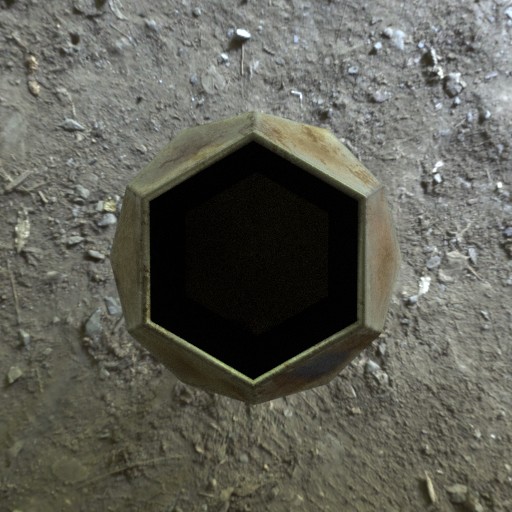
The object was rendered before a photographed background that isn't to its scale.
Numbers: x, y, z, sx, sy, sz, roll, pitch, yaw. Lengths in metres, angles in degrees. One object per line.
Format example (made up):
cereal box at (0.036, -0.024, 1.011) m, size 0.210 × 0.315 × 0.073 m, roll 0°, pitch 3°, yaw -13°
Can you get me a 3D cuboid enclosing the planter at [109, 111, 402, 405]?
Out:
planter at (0.000, 0.000, 0.418) m, size 0.243 × 0.238 × 0.221 m, roll 0°, pitch 92°, yaw 1°
